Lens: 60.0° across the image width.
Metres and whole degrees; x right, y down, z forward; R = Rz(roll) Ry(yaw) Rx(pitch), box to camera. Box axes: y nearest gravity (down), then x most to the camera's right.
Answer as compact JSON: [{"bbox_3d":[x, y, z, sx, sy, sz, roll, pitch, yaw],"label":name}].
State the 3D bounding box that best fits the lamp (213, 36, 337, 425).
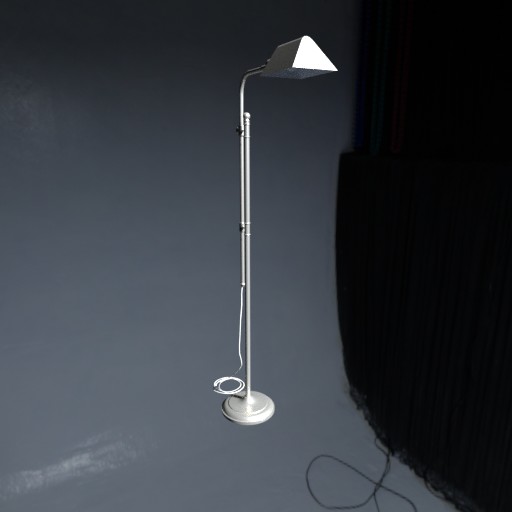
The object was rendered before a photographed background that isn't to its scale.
[{"bbox_3d":[0.000,0.000,1.875,0.256,1.571,0.813,-7,16,-26],"label":"lamp"}]
